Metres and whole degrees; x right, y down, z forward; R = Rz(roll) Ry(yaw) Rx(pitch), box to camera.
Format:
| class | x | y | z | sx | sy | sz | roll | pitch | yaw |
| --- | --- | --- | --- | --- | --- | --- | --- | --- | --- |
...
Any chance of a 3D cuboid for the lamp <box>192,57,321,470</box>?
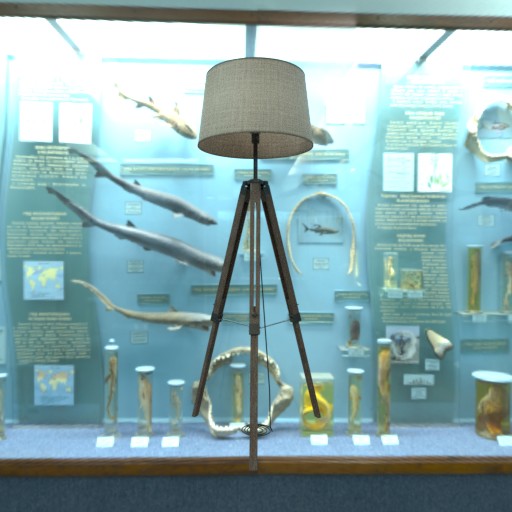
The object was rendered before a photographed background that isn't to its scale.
| class | x | y | z | sx | sy | sz | roll | pitch | yaw |
| --- | --- | --- | --- | --- | --- | --- | --- | --- | --- |
| lamp | 0.000 | 0.000 | 1.851 | 0.604 | 1.510 | 0.587 | 0 | 1 | 0 |
